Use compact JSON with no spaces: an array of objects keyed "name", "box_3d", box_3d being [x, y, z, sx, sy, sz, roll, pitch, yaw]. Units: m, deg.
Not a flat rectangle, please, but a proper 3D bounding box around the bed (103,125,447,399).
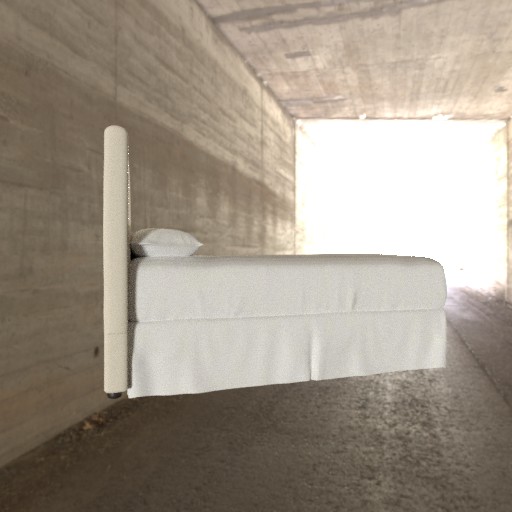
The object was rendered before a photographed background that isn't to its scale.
[{"name":"bed","box_3d":[0.000,0.000,3.306,2.143,1.460,1.753,0,0,-18]}]
